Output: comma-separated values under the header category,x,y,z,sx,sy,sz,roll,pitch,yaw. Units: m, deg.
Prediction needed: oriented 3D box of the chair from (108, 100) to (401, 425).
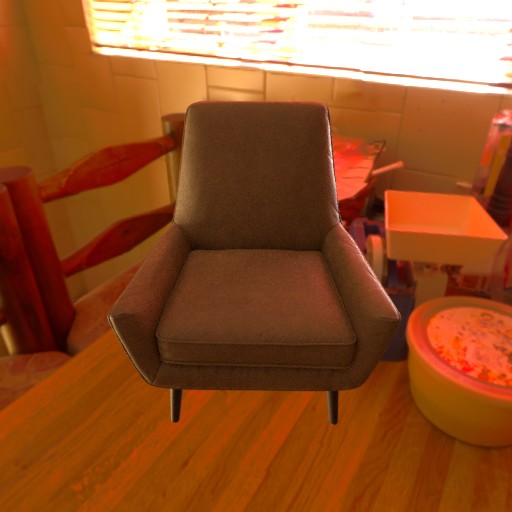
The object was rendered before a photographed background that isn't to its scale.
category,x,y,z,sx,sy,sz,roll,pitch,yaw
chair,0.000,0.000,1.529,0.787,0.888,0.824,0,31,1
